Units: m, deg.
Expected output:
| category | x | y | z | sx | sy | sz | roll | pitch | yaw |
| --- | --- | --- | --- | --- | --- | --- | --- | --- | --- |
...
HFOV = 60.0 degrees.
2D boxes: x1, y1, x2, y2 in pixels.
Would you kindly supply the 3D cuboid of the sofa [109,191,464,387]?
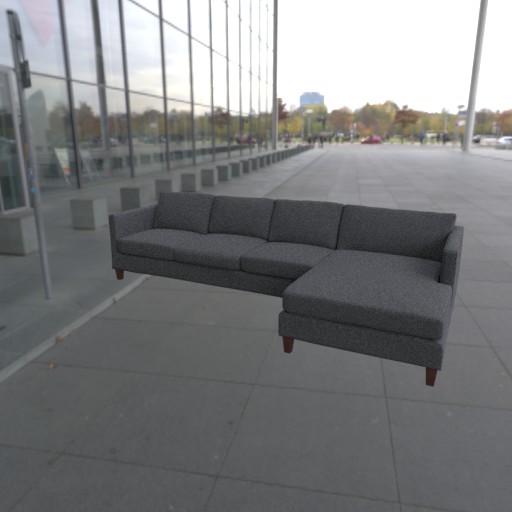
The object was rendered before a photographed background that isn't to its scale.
| category | x | y | z | sx | sy | sz | roll | pitch | yaw |
| --- | --- | --- | --- | --- | --- | --- | --- | --- | --- |
| sofa | 0.000 | 0.000 | 3.843 | 3.186 | 0.846 | 1.625 | 8 | 17 | 26 |
